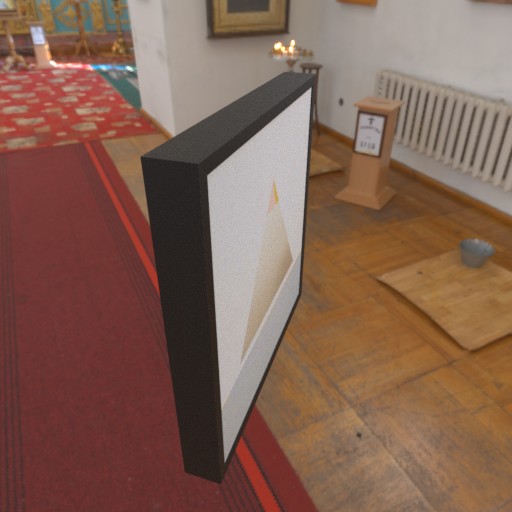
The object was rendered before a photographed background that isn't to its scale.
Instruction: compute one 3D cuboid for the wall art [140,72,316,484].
[{"bbox_3d":[0.000,0.000,0.451,0.037,0.303,0.304,10,33,16],"label":"wall art"}]
